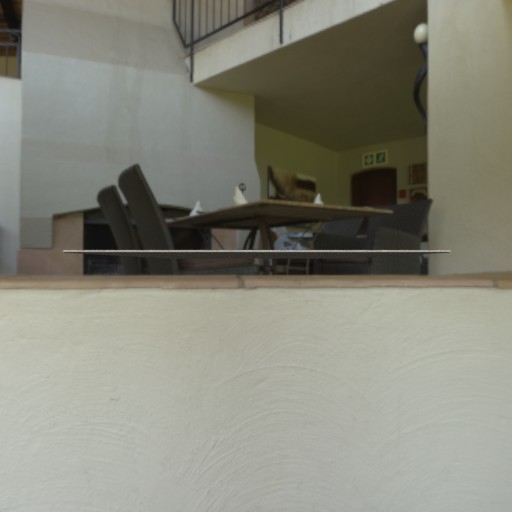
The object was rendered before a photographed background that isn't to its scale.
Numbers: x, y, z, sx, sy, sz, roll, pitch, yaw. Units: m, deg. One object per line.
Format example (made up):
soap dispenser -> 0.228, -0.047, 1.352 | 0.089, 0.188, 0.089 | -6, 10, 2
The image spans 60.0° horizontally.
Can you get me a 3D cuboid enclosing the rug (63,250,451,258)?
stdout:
rug -> 0.000, 0.000, 2.307 | 1.219, 0.008, 1.829 | 0, -1, 0
